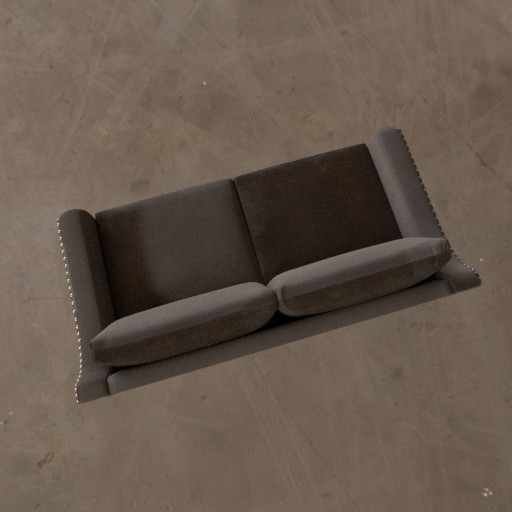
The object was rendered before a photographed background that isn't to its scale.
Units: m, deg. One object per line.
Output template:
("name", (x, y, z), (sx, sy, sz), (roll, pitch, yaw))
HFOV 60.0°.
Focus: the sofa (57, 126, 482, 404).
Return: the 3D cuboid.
("sofa", (0.000, 0.000, 3.193), (2.550, 1.196, 1.336), (-16, 76, -4))
